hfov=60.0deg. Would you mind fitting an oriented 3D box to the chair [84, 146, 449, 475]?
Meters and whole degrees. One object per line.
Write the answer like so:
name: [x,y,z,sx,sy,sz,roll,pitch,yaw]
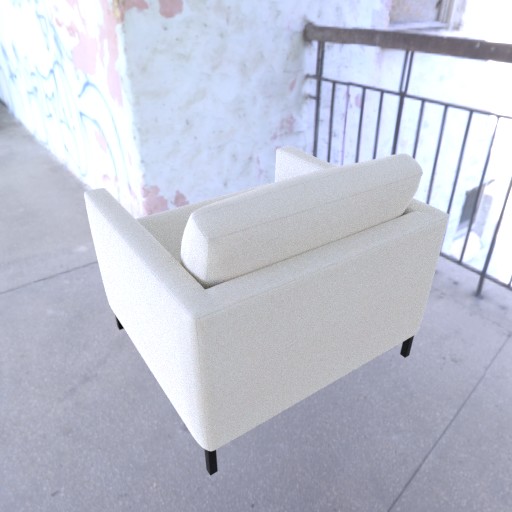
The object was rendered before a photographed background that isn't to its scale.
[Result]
chair: [0.000,0.000,1.621,0.964,0.806,0.875,-20,37,-29]
